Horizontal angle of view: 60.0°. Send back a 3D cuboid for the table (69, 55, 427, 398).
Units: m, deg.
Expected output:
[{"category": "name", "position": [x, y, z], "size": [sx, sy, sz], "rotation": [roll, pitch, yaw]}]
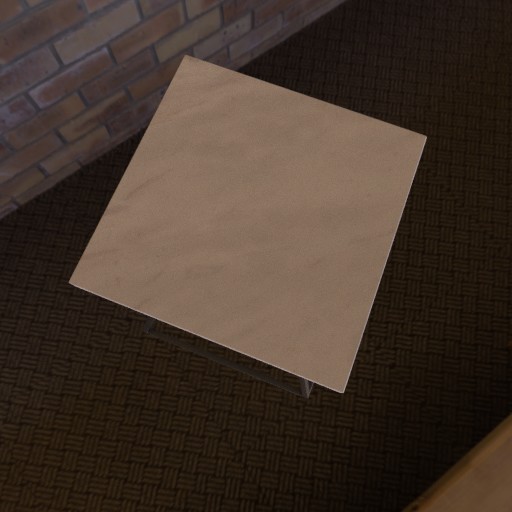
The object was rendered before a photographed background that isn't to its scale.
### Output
[{"category": "table", "position": [0.000, 0.000, 0.918], "size": [0.455, 0.559, 0.455], "rotation": [21, 76, 5]}]
